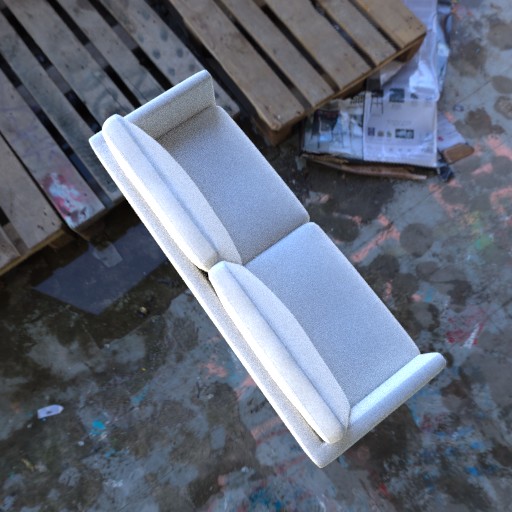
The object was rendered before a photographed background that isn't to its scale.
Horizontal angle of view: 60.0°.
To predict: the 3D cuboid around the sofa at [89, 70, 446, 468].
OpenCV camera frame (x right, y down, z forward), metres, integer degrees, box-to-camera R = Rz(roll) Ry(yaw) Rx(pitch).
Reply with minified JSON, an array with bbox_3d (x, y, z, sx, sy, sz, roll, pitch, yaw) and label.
[{"bbox_3d":[0.000,0.000,2.917,0.948,0.965,2.434,-35,77,-9],"label":"sofa"}]
